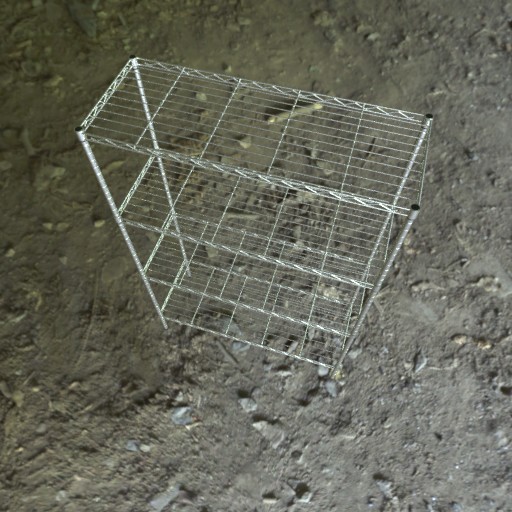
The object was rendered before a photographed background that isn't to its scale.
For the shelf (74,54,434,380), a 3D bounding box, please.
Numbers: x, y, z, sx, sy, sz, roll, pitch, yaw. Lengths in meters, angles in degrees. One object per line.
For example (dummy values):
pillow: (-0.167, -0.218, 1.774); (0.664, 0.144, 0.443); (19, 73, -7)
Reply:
shelf: (0.000, 0.000, 1.763); (0.907, 1.360, 0.352); (15, 59, 9)
